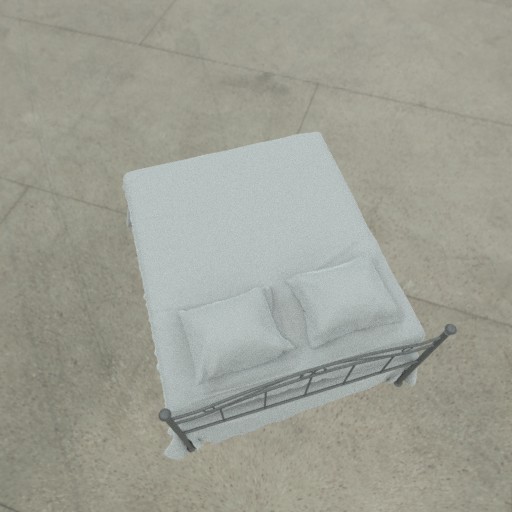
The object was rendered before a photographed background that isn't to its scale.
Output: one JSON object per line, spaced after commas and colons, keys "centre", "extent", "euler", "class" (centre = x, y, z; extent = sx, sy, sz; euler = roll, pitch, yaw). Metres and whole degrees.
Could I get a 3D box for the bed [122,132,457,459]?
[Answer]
{"centre": [0.000, 0.000, 3.269], "extent": [1.936, 1.080, 2.215], "euler": [-14, 60, -8], "class": "bed"}
